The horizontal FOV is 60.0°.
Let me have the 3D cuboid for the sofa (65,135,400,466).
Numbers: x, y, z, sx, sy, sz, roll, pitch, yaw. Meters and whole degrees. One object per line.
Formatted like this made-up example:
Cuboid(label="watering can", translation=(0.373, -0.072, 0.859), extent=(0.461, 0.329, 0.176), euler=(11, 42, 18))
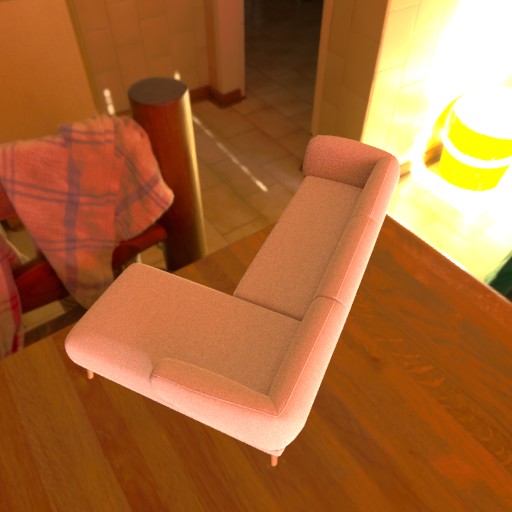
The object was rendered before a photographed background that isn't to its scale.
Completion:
Cuboid(label="sofa", translation=(0.000, 0.000, 3.359), extent=(1.610, 0.730, 2.660), euler=(18, 49, 17))
